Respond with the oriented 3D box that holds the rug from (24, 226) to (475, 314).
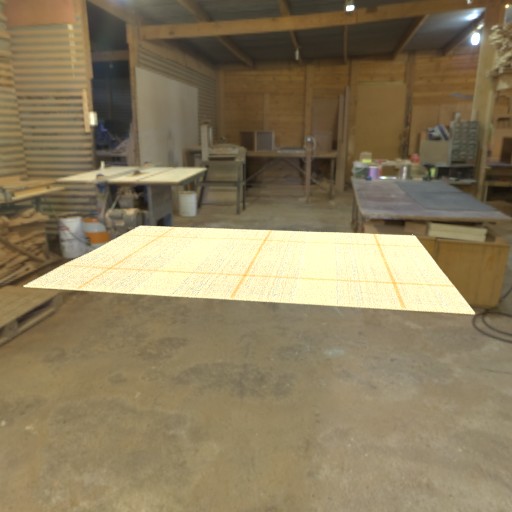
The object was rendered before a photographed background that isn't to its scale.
[{"bbox_3d":[0.000,0.000,2.342,1.825,0.015,1.232,3,16,9],"label":"rug"}]
